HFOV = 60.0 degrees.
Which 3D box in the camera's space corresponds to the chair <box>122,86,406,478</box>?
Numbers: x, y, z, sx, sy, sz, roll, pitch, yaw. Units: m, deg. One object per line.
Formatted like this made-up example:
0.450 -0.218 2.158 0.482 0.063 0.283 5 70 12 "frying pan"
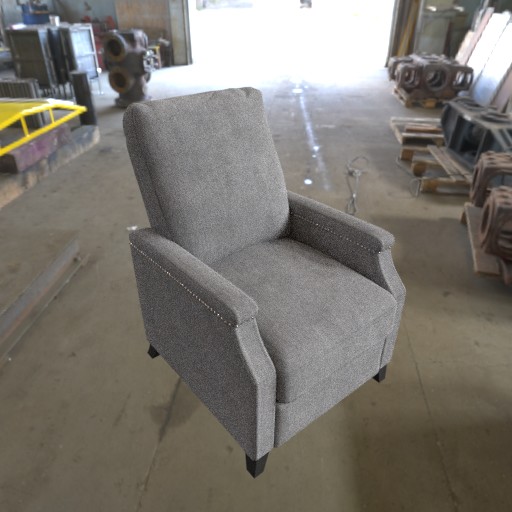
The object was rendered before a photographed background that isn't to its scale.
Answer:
0.000 0.000 1.633 0.710 1.049 0.922 -23 38 -33 "chair"
